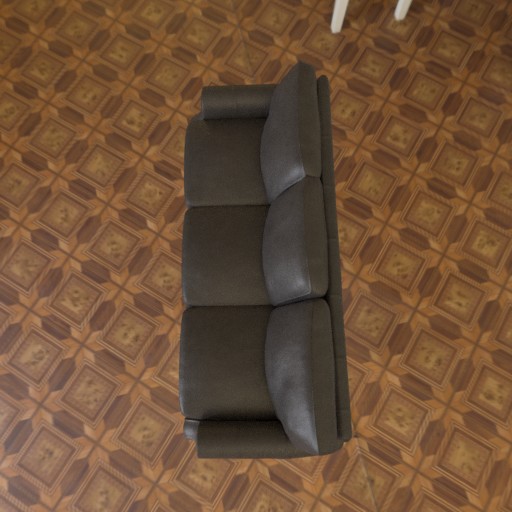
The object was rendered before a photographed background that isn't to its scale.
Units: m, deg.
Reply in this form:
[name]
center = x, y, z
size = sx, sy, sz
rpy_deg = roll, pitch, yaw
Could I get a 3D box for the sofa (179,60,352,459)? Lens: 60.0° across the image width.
[sofa]
center = 0.000, 0.000, 2.850
size = 0.974, 0.977, 2.387
rpy_deg = -1, 76, 0
